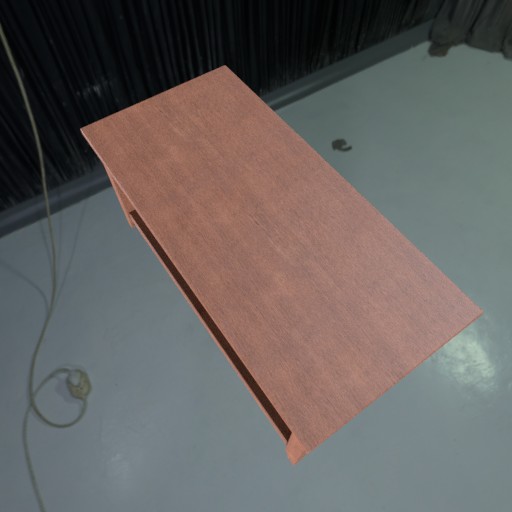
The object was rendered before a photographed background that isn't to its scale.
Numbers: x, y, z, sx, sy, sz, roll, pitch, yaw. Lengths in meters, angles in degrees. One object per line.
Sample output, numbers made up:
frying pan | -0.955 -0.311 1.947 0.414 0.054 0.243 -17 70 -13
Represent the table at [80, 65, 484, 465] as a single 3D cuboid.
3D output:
table | 0.000 0.000 1.288 0.483 0.457 1.016 -31 64 -17
